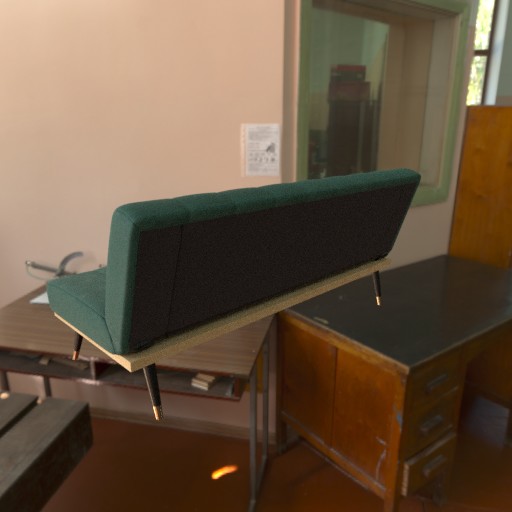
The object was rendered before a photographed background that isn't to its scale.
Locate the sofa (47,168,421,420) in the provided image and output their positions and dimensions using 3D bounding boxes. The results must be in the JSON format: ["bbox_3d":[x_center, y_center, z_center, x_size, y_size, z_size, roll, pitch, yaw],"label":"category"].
[{"bbox_3d":[0.000,0.000,2.259,1.810,0.820,0.830,-15,22,-42],"label":"sofa"}]
